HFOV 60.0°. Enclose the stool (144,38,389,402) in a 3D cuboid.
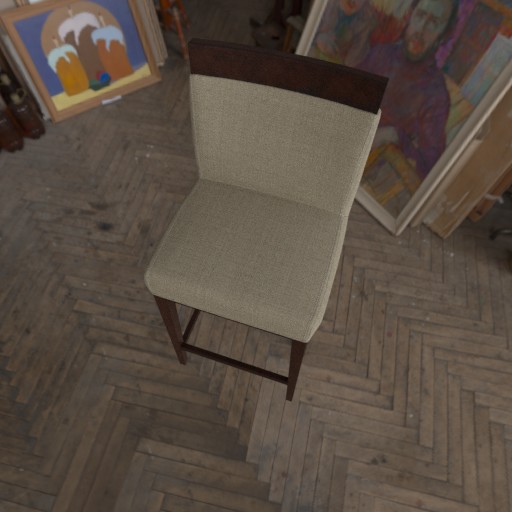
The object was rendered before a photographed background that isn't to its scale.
[{"bbox_3d":[0.000,0.000,1.289,0.463,1.011,0.480,16,59,10],"label":"stool"}]
